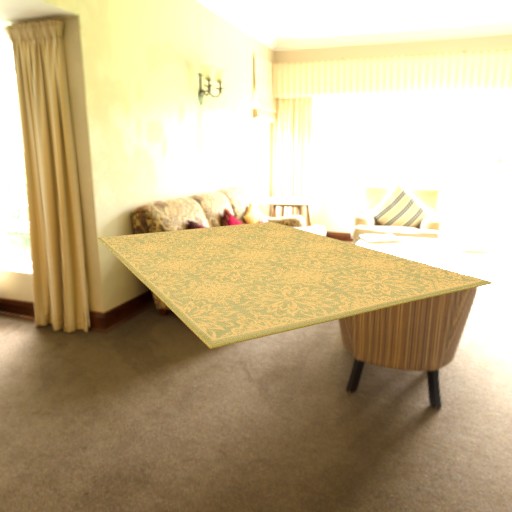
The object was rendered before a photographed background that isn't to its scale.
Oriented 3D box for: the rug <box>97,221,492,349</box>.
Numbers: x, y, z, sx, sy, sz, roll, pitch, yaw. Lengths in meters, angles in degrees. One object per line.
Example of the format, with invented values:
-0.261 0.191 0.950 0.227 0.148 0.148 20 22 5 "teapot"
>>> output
0.000 0.000 2.862 1.589 0.014 2.205 -8 16 -28 "rug"
